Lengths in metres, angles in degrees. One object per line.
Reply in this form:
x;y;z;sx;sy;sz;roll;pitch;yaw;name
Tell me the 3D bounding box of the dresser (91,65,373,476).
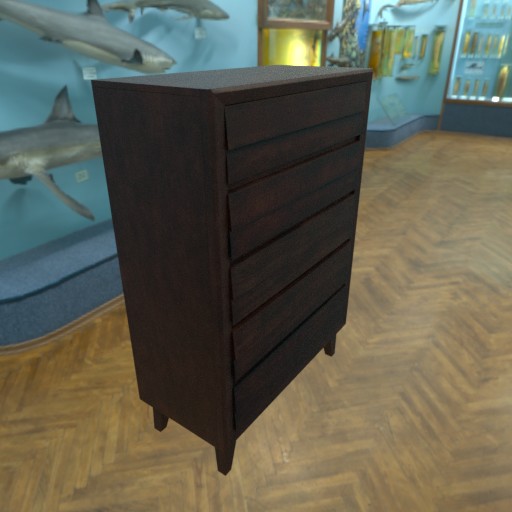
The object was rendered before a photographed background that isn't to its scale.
0.000;0.000;1.982;0.506;1.514;1.072;18;31;32;dresser
